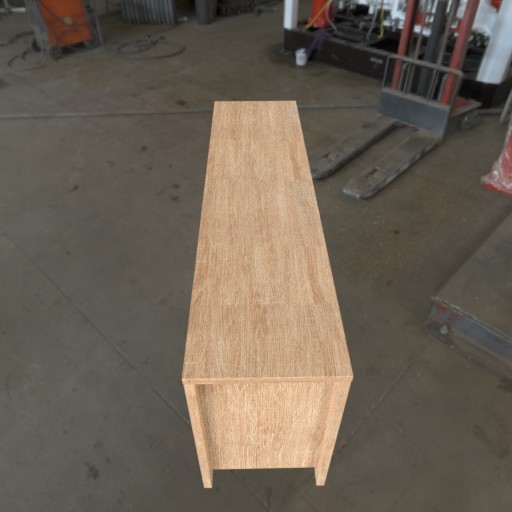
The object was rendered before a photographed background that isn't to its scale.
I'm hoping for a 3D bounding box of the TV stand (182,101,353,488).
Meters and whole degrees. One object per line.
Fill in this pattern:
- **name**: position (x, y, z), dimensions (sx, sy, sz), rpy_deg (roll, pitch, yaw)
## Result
- **TV stand**: position (0.000, 0.000, 1.714), dimensions (0.398, 0.610, 1.466), rpy_deg (-1, 42, -1)
